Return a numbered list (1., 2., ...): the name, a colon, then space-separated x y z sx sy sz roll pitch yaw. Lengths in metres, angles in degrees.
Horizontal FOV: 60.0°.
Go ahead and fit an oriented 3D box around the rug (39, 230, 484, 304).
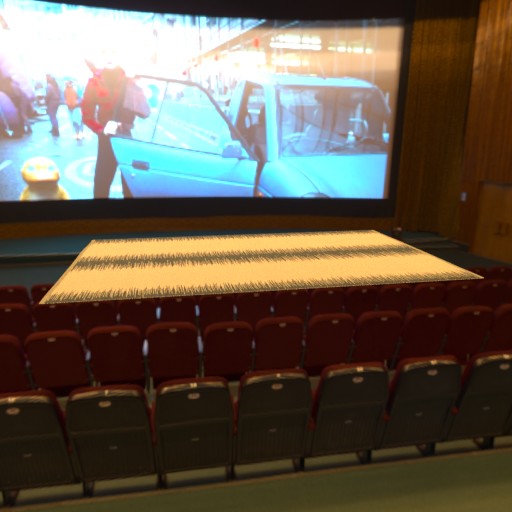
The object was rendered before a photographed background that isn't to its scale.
1. rug: 0.000 0.000 3.105 2.453 0.003 1.519 -3 14 -10
